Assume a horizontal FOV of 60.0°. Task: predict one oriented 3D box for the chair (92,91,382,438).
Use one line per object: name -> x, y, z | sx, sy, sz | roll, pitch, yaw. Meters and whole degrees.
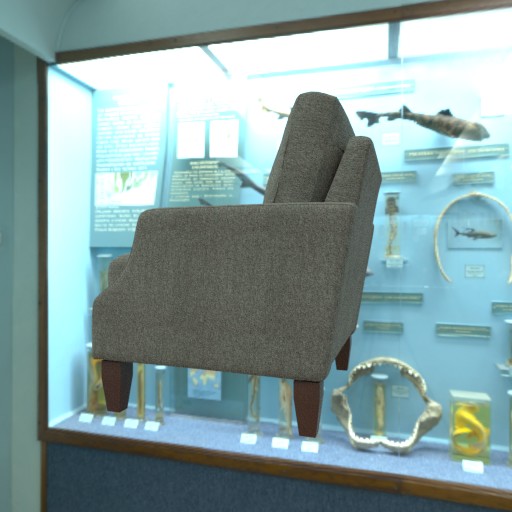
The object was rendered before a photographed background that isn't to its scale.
chair -> 0.000, 0.000, 1.676 | 0.897, 0.993, 0.855 | 0, 0, 18
